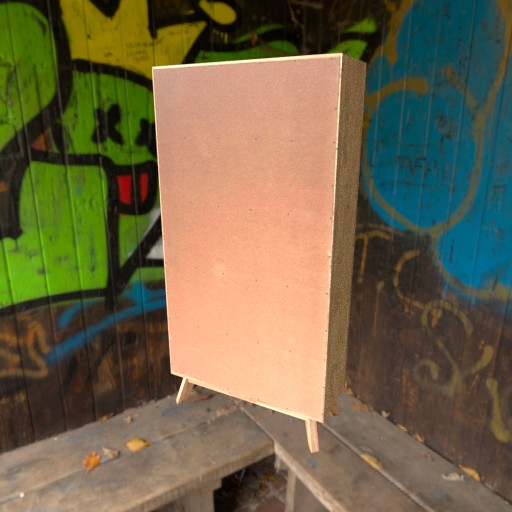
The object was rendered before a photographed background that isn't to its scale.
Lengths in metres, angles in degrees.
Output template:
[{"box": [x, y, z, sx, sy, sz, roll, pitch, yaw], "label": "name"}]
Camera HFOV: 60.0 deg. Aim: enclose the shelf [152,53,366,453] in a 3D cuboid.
[{"box": [0.000, 0.000, 1.848, 0.748, 1.471, 0.308, 9, 19, 27], "label": "shelf"}]
